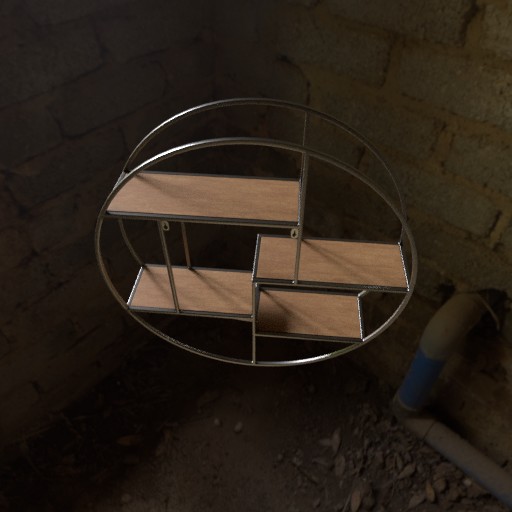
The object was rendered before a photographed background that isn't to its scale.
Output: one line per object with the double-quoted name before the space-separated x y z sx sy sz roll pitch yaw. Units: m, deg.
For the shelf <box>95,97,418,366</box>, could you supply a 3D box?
"shelf" 0.000 0.000 1.322 0.888 0.888 0.202 4 45 4
